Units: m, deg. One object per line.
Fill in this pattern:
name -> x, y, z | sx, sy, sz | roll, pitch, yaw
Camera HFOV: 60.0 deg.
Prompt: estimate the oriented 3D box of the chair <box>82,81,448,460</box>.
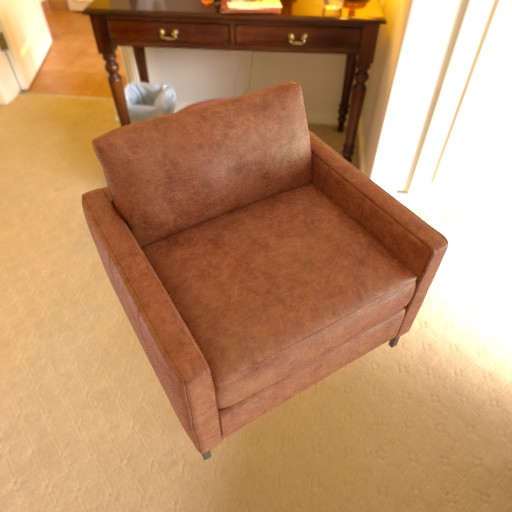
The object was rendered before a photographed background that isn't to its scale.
chair -> 0.000, 0.000, 1.603 | 0.967, 0.869, 0.862 | -24, 51, -21
